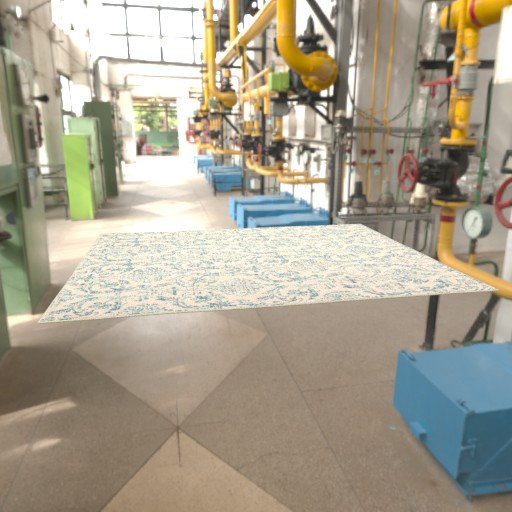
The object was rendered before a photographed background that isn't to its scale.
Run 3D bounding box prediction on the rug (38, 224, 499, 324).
[{"bbox_3d":[0.000,0.000,3.912,2.980,0.012,2.363,-3,16,-10],"label":"rug"}]
